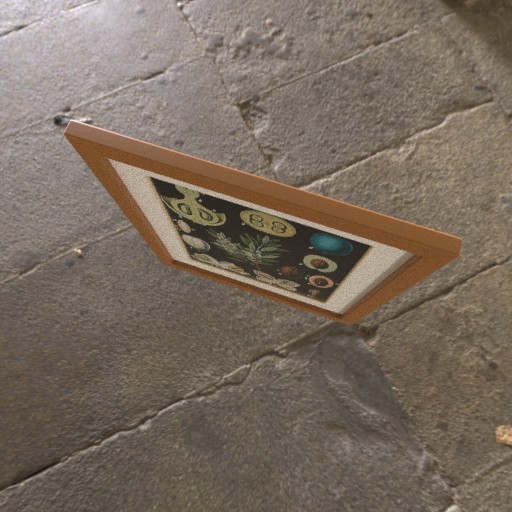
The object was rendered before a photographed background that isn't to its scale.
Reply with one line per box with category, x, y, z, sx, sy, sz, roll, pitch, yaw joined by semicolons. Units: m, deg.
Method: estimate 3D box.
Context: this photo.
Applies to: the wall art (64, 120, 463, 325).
wall art;0.000;0.000;0.742;0.449;0.550;0.021;18;75;5
